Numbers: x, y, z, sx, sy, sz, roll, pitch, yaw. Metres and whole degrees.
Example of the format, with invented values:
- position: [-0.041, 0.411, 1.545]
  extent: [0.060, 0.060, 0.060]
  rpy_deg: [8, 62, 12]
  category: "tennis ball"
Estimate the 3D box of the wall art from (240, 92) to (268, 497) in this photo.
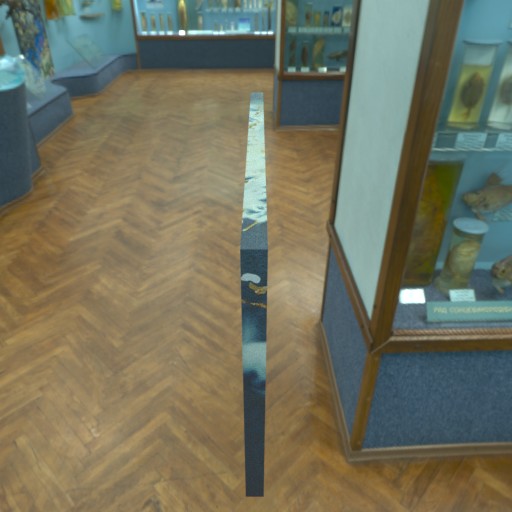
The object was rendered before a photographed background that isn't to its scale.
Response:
- position: [0.000, 0.000, 1.144]
  extent: [0.038, 0.608, 0.912]
  rpy_deg: [0, 33, 0]
  category: "wall art"
